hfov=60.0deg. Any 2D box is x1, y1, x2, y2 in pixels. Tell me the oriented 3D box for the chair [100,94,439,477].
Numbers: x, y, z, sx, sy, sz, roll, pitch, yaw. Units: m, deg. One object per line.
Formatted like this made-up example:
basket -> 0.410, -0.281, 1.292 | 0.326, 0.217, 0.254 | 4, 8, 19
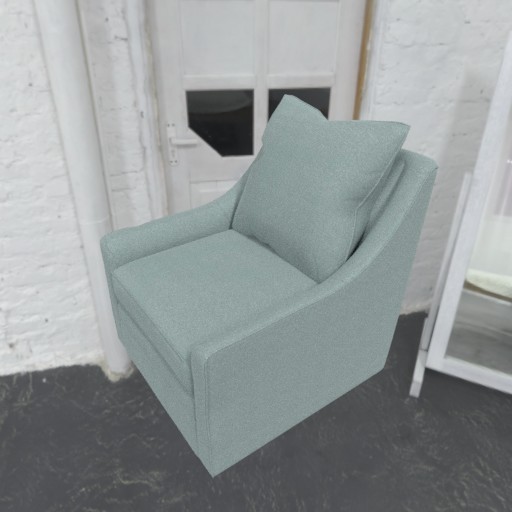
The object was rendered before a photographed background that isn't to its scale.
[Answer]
chair -> 0.000, 0.000, 1.559 | 0.870, 0.926, 0.760 | -20, 36, -30
